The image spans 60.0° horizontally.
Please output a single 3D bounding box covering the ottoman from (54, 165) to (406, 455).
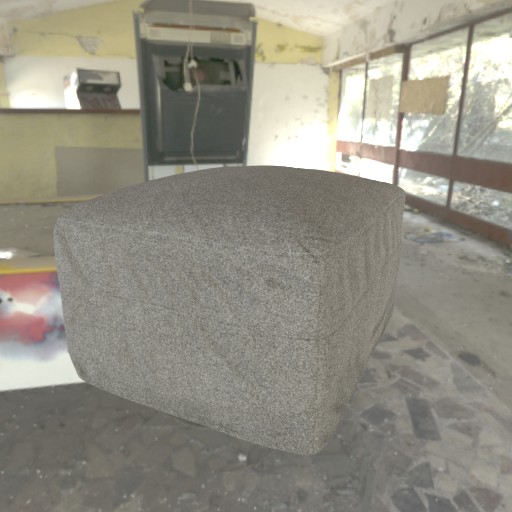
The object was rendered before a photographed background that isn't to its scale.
[{"bbox_3d":[0.000,0.000,1.233,0.683,0.481,0.837,8,19,25],"label":"ottoman"}]
